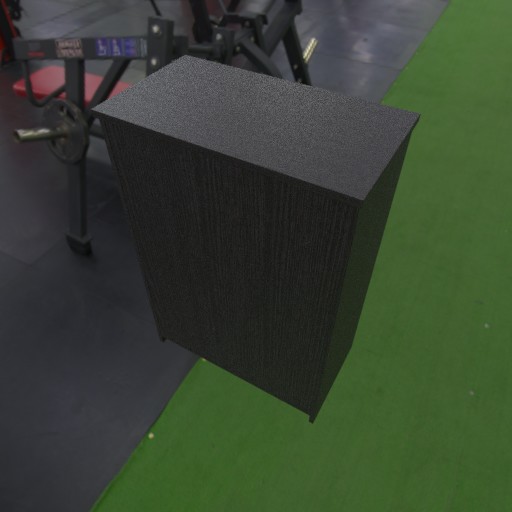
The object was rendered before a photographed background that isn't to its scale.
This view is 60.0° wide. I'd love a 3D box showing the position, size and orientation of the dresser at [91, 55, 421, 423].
[{"bbox_3d":[0.000,0.000,1.447,0.704,1.020,0.399,23,50,21],"label":"dresser"}]
